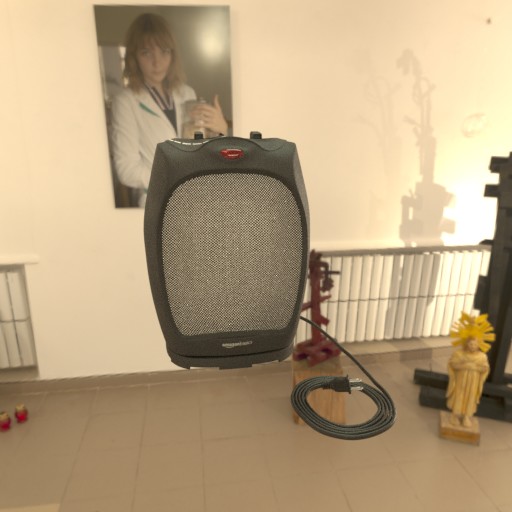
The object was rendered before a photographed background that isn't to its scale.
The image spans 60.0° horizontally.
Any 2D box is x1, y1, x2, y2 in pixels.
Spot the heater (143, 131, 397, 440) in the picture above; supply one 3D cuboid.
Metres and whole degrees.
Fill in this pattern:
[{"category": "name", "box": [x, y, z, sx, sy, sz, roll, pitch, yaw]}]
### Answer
[{"category": "heater", "box": [0.000, 0.000, 0.472, 0.239, 0.255, 0.291, -3, 16, -9]}]
